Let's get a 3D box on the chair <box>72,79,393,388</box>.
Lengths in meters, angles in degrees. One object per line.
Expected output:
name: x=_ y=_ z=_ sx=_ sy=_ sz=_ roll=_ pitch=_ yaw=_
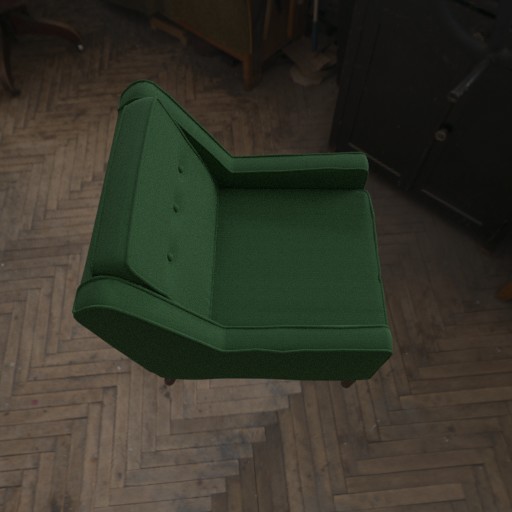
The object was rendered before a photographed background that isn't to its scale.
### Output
chair: x=0.000 y=0.000 z=1.327 sx=0.743 sy=0.792 sz=0.663 roll=1 pitch=62 yaw=0
